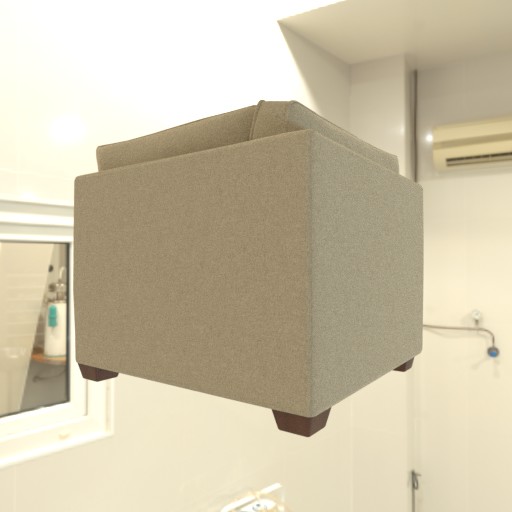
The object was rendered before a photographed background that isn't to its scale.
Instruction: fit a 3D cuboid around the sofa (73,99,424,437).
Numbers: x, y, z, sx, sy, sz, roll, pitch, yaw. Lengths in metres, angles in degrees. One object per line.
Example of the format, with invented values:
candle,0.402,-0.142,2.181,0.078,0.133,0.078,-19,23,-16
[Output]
sofa,0.000,0.000,1.921,1.146,1.002,1.084,-1,-1,36
